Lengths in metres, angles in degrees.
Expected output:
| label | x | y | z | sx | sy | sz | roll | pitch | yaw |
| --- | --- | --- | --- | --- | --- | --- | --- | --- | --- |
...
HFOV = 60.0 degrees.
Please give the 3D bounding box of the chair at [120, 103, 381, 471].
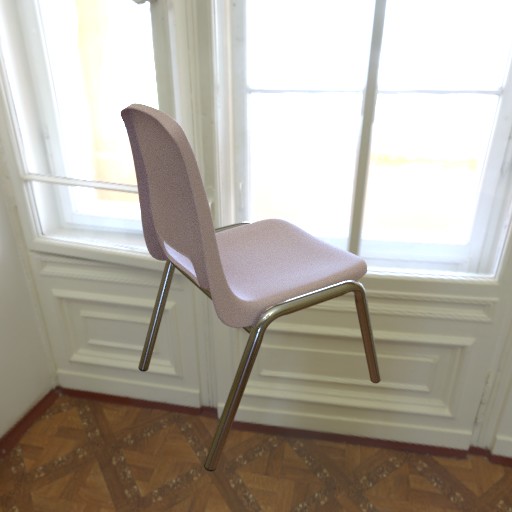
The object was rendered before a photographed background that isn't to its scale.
| label | x | y | z | sx | sy | sz | roll | pitch | yaw |
| --- | --- | --- | --- | --- | --- | --- | --- | --- | --- |
| chair | 0.000 | 0.000 | 0.854 | 0.423 | 0.586 | 0.354 | -17 | 31 | -30 |
